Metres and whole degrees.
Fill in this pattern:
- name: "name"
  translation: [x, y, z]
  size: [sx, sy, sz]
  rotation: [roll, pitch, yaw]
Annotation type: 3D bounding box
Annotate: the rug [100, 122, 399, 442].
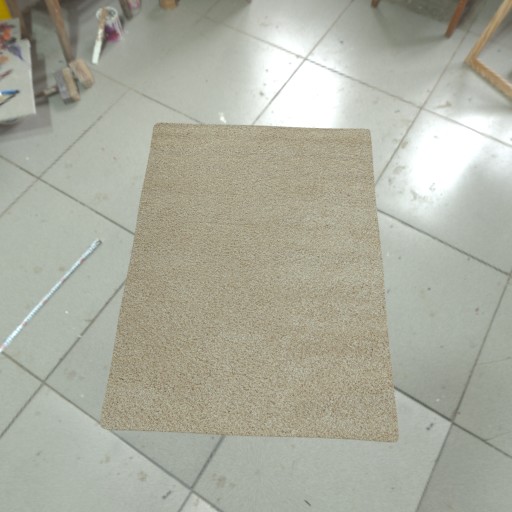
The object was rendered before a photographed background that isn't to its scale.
- name: "rug"
  translation: [0.000, 0.000, 2.118]
  size: [1.199, 0.025, 1.600]
  rotation: [2, 64, 1]
